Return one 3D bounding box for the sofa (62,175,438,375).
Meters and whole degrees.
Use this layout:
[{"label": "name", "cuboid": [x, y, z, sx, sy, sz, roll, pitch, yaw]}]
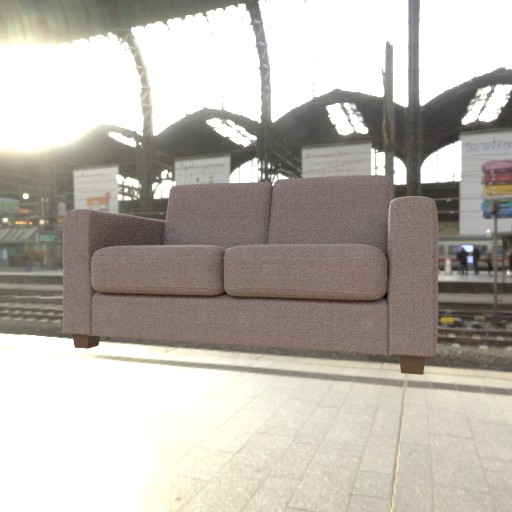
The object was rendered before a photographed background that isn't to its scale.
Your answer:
[{"label": "sofa", "cuboid": [0.000, 0.000, 2.060, 1.520, 0.800, 0.900, 0, 0, 18]}]
